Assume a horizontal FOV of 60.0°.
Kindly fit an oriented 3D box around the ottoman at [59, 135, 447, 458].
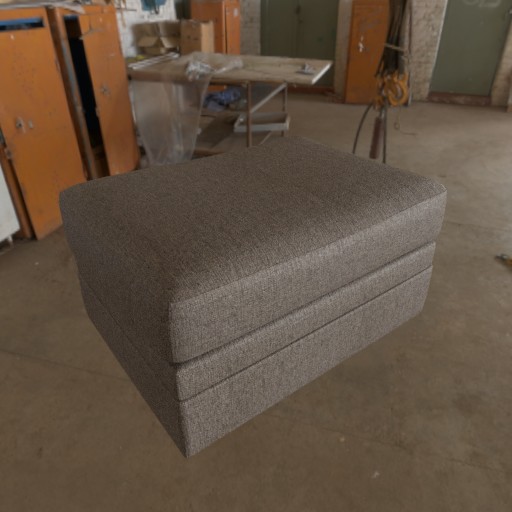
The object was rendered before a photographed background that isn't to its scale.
[{"bbox_3d":[0.000,0.000,1.262,0.885,0.478,0.637,-21,37,-31],"label":"ottoman"}]
